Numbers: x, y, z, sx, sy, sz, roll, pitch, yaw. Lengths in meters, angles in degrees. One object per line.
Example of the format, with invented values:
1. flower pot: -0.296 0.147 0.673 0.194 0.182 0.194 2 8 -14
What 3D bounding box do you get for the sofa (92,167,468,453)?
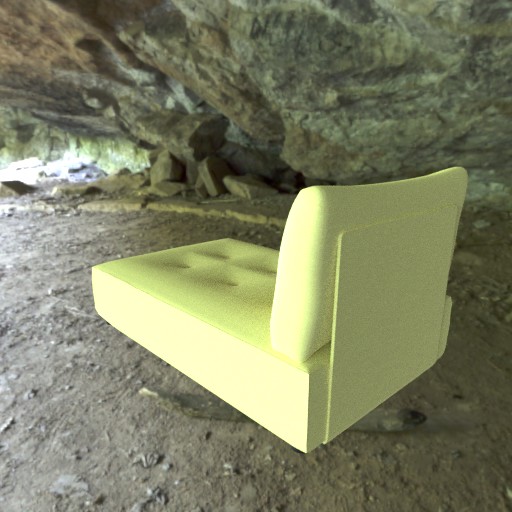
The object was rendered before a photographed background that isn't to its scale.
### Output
1. sofa: 0.000 0.000 2.002 0.930 0.820 1.450 -14 21 -41
